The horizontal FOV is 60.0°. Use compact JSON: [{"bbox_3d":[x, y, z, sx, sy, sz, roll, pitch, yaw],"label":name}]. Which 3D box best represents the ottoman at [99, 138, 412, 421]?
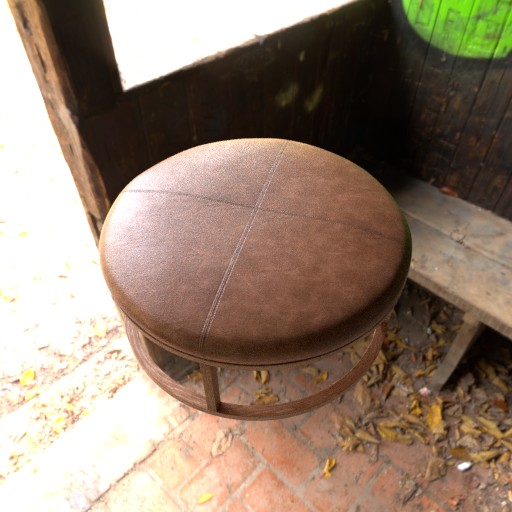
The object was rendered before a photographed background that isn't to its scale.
[{"bbox_3d":[0.000,0.000,1.562,1.006,0.445,1.006,0,46,0],"label":"ottoman"}]
